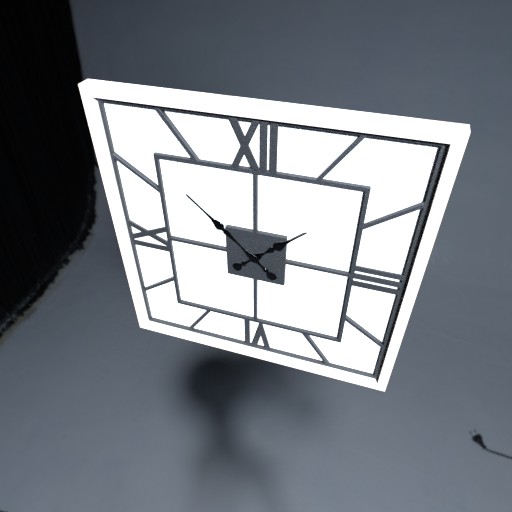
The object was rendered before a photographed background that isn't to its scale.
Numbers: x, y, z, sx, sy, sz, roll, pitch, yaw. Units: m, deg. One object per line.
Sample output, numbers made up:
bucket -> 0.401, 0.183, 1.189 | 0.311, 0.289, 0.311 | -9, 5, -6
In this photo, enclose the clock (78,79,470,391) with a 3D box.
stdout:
clock -> 0.000, 0.000, 1.004 | 0.705, 0.705, 0.032 | 12, 42, 13
